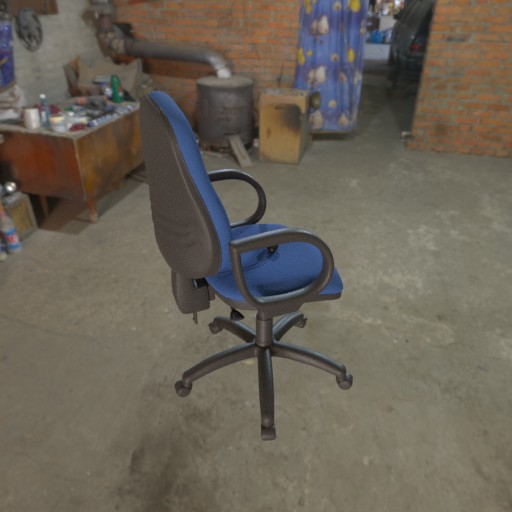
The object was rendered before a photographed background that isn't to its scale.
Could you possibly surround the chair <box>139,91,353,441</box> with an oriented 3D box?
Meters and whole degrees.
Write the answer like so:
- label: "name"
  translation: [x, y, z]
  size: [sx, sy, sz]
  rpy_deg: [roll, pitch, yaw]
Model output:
- label: "chair"
  translation: [0.000, 0.000, 1.257]
  size: [0.549, 0.905, 0.552]
  rpy_deg: [-11, 32, -19]
